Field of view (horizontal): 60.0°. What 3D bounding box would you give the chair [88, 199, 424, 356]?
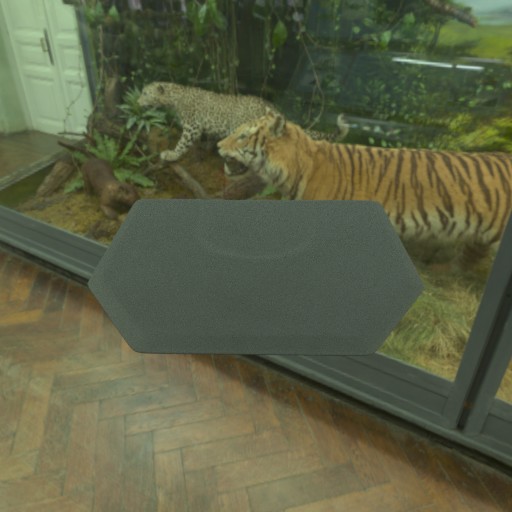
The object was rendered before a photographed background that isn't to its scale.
[{"bbox_3d":[0.000,0.000,1.979,1.372,0.024,1.219,0,32,1],"label":"chair"}]
